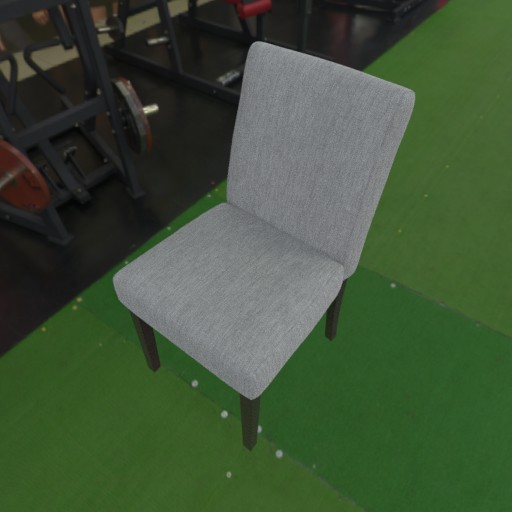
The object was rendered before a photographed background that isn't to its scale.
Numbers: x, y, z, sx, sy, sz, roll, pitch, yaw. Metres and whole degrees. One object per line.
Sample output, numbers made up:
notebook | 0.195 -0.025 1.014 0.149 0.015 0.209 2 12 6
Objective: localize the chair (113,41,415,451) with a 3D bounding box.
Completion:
chair | 0.000 0.000 1.225 0.487 0.884 0.629 30 54 25
